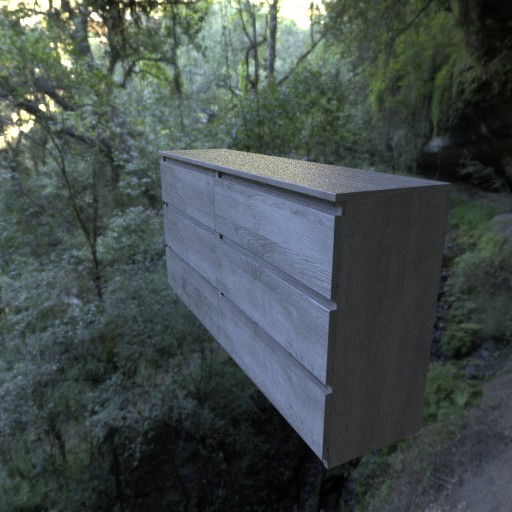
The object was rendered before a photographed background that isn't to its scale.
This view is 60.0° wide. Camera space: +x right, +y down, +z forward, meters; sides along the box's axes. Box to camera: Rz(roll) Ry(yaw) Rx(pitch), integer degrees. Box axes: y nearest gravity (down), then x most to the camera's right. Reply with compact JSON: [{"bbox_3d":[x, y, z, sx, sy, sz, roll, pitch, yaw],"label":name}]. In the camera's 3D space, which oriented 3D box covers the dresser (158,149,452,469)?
[{"bbox_3d":[0.000,0.000,1.902,0.390,0.795,1.590,-9,19,-26],"label":"dresser"}]
